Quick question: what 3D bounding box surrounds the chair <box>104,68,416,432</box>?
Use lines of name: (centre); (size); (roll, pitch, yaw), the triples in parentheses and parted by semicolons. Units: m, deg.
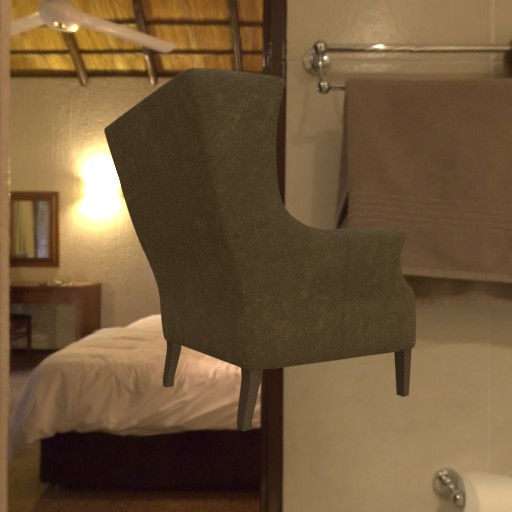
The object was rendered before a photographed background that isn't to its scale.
chair: (0.000, 0.000, 1.654); (0.926, 1.016, 0.853); (0, 0, -36)
